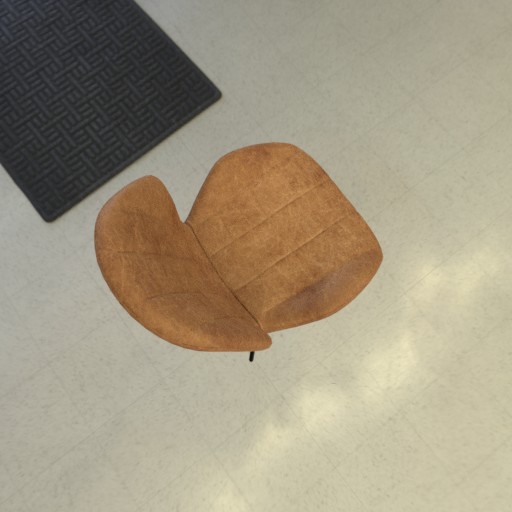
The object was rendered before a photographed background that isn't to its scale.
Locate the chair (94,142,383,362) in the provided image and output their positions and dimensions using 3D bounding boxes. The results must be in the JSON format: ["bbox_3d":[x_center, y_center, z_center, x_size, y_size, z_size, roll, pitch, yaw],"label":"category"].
[{"bbox_3d":[0.000,0.000,1.276,0.640,0.929,0.527,-34,78,-8],"label":"chair"}]
